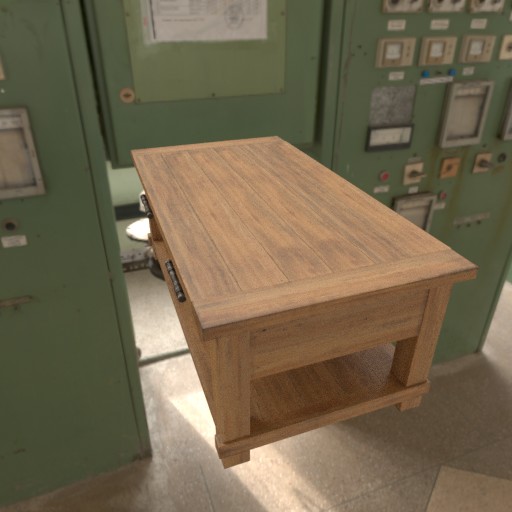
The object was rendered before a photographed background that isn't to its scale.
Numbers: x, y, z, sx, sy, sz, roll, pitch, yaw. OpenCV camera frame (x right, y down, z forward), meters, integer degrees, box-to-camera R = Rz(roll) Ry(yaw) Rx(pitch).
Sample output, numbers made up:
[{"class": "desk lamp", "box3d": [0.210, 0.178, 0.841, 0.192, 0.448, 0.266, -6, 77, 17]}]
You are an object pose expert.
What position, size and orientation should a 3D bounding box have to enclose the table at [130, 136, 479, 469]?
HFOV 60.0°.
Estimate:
[{"class": "table", "box3d": [0.000, 0.000, 1.598, 0.693, 0.494, 1.270, -10, 31, -17]}]
